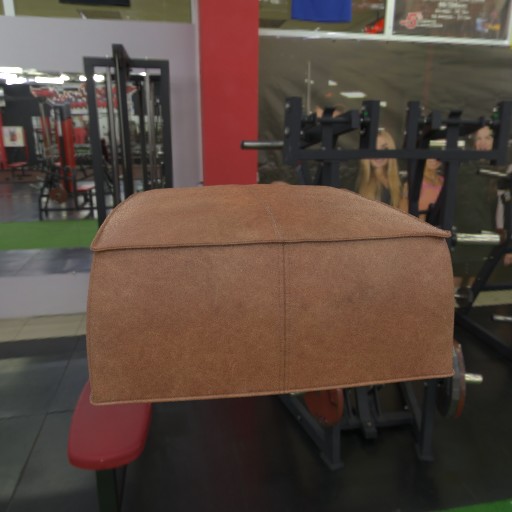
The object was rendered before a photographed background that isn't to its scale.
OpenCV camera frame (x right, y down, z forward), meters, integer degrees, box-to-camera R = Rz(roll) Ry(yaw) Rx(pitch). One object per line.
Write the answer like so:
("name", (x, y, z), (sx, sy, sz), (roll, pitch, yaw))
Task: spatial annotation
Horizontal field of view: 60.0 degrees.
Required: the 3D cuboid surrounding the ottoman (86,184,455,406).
("ottoman", (0.000, 0.000, 1.364), (0.901, 0.395, 0.902), (-2, 16, -8))
